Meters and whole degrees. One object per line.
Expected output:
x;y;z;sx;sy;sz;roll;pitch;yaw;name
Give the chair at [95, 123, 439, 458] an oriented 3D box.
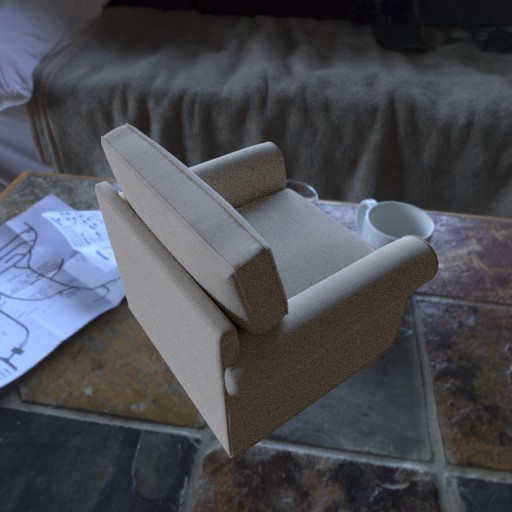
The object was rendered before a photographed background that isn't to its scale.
0.000;0.000;1.738;0.863;0.955;1.040;-26;48;-26;chair
